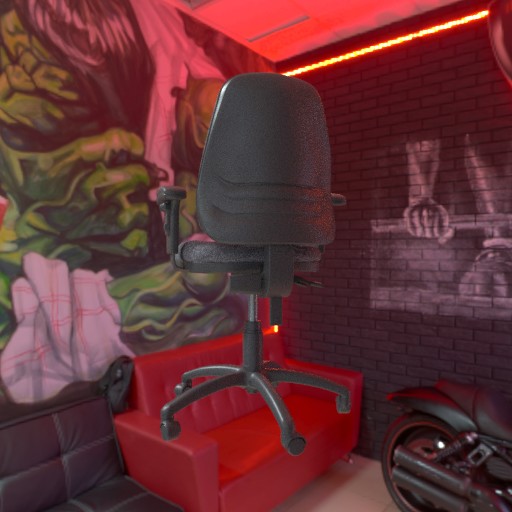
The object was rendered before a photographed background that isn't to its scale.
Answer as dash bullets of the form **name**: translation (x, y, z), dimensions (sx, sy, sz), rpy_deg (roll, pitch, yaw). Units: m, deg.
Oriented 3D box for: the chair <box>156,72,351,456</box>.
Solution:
- **chair**: translation (0.000, 0.000, 1.253), dimensions (0.550, 0.910, 0.530), rpy_deg (0, 0, -18)
